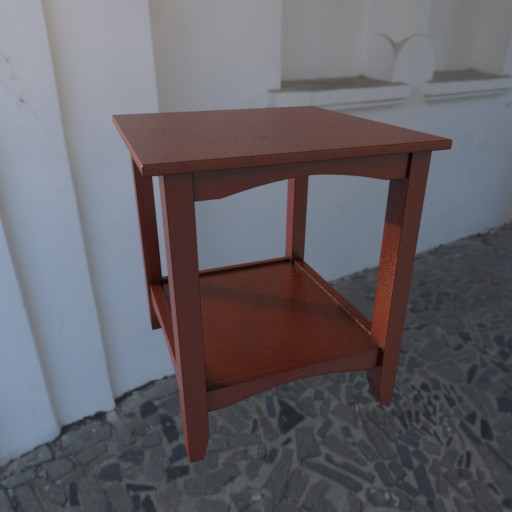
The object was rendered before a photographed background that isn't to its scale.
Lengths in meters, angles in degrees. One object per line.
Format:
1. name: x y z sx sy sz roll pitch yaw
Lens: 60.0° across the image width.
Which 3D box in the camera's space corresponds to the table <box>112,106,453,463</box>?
1. table: 0.000 0.000 0.976 0.522 0.558 0.523 -8 26 -16
